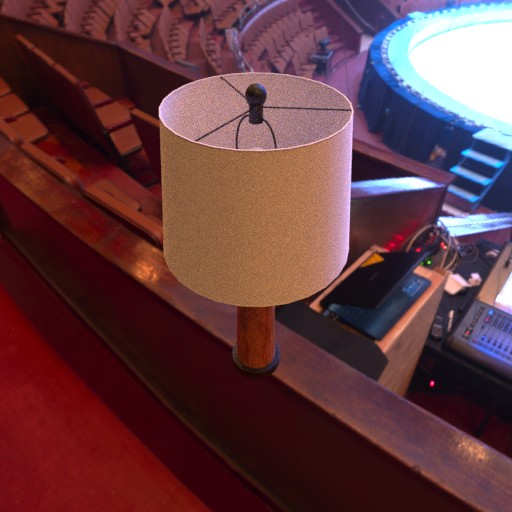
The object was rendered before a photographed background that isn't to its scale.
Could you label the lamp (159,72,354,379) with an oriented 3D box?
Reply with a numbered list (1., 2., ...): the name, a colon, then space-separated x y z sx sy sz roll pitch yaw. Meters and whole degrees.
1. lamp: 0.000 0.000 0.869 0.349 0.667 0.349 0 41 0
